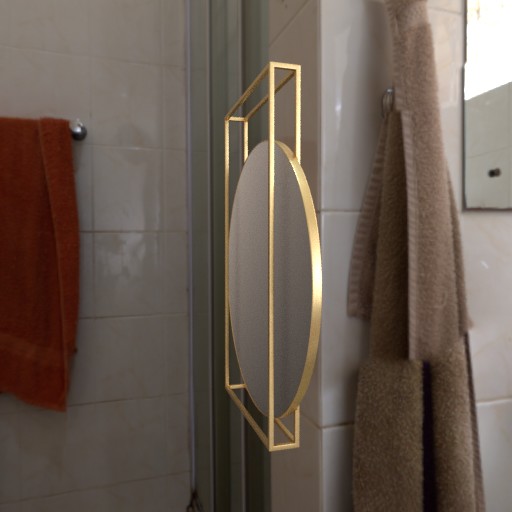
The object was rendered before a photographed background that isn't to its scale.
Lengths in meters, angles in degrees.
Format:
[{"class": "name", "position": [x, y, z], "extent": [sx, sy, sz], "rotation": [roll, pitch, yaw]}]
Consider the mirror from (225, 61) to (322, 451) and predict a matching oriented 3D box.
[{"class": "mirror", "position": [0.000, 0.000, 0.842], "extent": [0.051, 0.603, 0.508], "rotation": [-1, 2, -17]}]
